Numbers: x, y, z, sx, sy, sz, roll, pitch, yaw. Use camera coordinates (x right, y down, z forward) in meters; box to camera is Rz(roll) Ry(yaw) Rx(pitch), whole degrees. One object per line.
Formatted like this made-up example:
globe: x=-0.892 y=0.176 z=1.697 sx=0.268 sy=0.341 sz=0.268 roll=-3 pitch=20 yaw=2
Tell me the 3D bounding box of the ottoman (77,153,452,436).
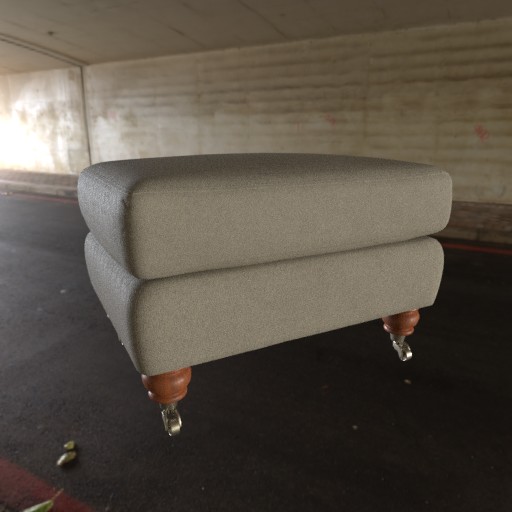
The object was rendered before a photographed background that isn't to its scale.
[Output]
ottoman: x=0.000 y=0.000 z=1.128 sx=0.773 sy=0.504 sz=0.569 roll=-8 pitch=18 yaw=-27
